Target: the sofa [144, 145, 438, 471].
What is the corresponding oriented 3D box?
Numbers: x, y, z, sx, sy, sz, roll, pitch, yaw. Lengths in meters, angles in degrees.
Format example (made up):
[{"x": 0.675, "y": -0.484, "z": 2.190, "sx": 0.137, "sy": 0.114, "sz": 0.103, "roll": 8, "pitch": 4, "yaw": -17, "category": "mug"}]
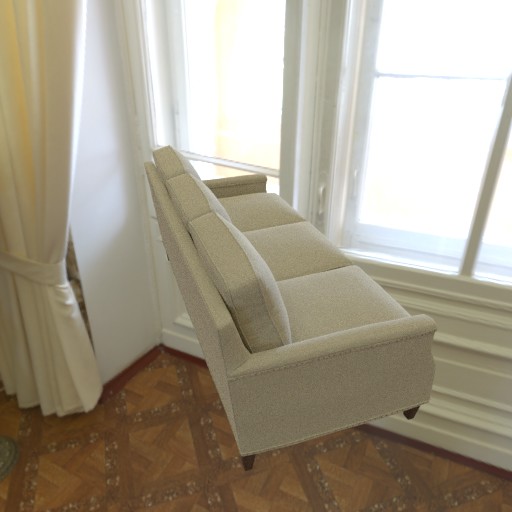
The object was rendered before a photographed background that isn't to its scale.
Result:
[{"x": 0.000, "y": 0.000, "z": 2.805, "sx": 1.084, "sy": 1.003, "sz": 2.246, "roll": -10, "pitch": 30, "yaw": -17, "category": "sofa"}]
